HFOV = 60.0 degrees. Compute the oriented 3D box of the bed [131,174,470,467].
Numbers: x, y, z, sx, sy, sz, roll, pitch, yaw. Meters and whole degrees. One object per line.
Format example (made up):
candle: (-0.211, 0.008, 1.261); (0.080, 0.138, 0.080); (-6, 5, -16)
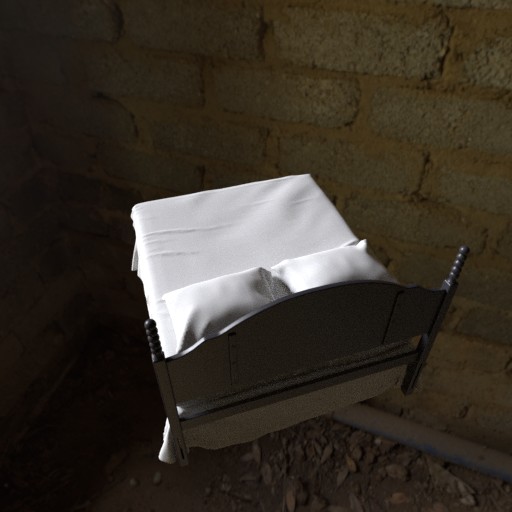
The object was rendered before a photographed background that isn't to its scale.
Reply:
bed: (0.000, 0.000, 3.218); (1.873, 1.356, 2.040); (-12, 43, -13)
